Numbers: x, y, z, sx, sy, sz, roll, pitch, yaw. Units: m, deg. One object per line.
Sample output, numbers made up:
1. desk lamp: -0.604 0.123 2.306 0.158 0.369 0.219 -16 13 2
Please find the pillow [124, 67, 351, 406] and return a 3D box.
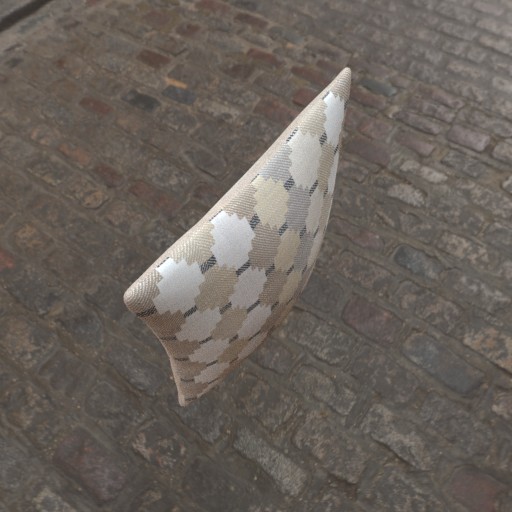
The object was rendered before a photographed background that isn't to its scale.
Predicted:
1. pillow: 0.000 0.000 0.889 0.192 0.558 0.578 31 64 17
